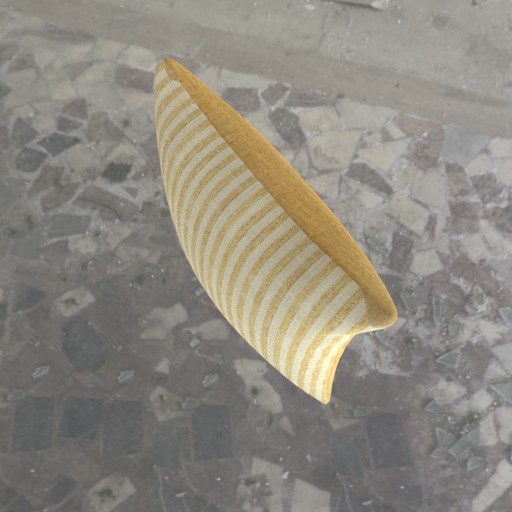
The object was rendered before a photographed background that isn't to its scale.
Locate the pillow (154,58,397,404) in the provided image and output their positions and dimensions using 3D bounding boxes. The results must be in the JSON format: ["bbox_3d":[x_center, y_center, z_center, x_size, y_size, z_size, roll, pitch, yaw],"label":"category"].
[{"bbox_3d":[0.000,0.000,0.639,0.173,0.407,0.419,-32,67,-15],"label":"pillow"}]
